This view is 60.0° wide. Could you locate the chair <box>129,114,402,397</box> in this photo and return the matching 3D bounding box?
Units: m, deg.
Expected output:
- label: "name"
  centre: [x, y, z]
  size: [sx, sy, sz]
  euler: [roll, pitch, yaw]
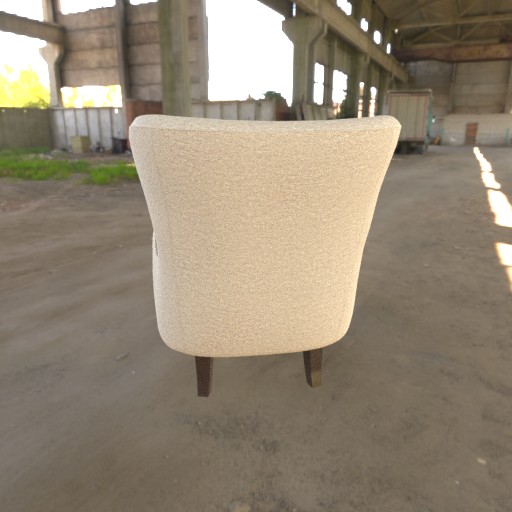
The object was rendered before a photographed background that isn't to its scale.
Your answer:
- label: "chair"
  centre: [0.000, 0.000, 1.777]
  size: [0.861, 1.064, 0.984]
  euler: [-2, 17, -8]
